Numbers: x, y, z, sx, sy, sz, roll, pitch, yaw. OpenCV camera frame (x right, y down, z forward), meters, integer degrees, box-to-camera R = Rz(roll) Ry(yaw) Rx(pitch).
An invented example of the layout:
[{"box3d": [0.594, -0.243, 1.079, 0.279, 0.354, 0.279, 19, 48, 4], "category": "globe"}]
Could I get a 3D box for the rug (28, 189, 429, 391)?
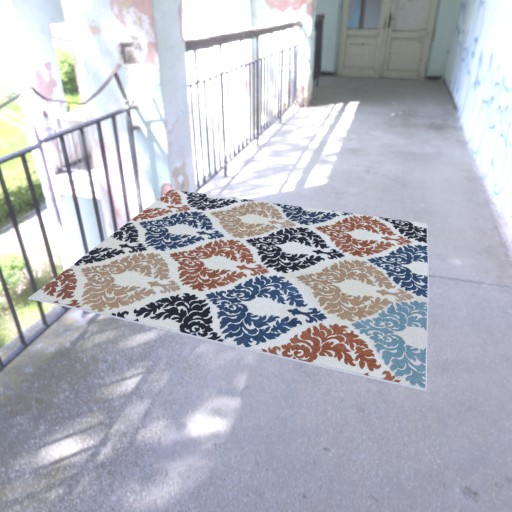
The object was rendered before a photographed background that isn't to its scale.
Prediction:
[{"box3d": [0.000, 0.000, 4.118, 3.040, 0.014, 2.423, 10, 32, 16], "category": "rug"}]
